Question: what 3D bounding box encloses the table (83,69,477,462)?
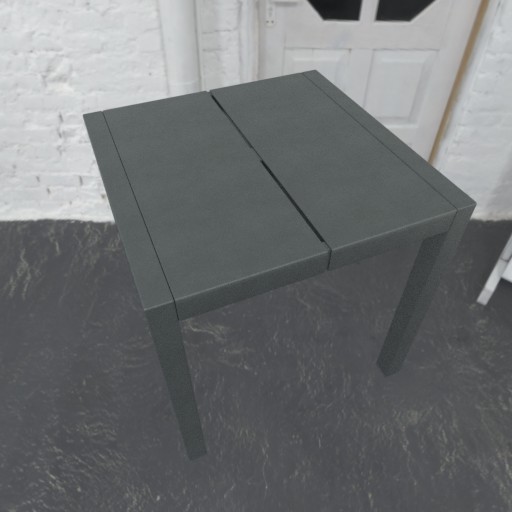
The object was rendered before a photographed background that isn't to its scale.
[{"bbox_3d":[0.000,0.000,0.938,0.508,0.508,0.508,-17,49,-16],"label":"table"}]
